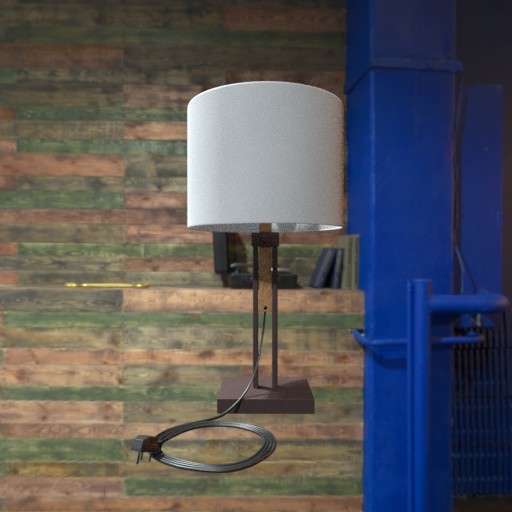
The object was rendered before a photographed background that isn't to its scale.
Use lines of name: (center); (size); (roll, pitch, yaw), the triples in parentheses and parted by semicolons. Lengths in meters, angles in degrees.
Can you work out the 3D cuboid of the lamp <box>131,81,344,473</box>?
lamp: (0.000, 0.000, 0.938); (0.396, 0.668, 0.525); (0, 0, 0)
